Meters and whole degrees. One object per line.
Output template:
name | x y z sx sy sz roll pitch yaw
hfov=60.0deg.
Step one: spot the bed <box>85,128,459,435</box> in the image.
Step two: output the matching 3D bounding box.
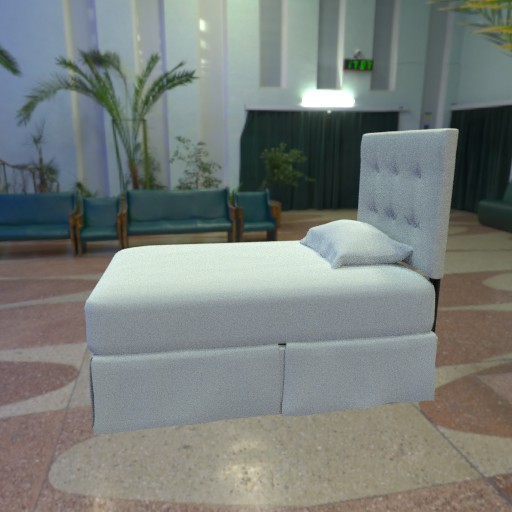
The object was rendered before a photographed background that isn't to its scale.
bed | 0.000 0.000 2.877 1.997 1.571 1.261 -2 14 -9
